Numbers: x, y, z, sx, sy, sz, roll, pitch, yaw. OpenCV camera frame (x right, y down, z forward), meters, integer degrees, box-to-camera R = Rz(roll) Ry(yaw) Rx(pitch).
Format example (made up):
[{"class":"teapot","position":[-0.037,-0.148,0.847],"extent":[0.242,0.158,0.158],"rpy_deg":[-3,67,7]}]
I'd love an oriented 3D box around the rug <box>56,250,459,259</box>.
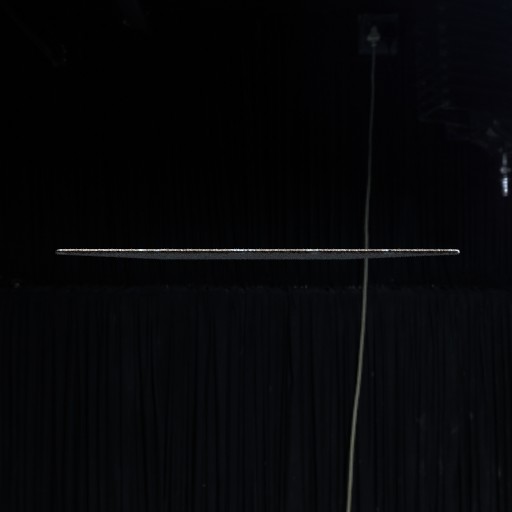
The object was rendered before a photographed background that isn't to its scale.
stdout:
[{"class":"rug","position":[0.000,0.000,4.173],"extent":[2.438,0.029,3.047],"rpy_deg":[0,-1,0]}]
